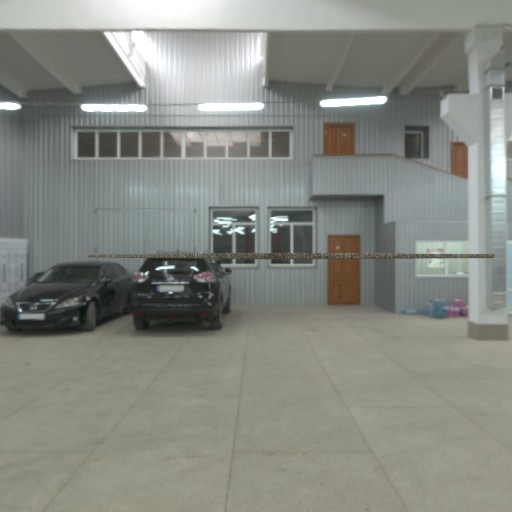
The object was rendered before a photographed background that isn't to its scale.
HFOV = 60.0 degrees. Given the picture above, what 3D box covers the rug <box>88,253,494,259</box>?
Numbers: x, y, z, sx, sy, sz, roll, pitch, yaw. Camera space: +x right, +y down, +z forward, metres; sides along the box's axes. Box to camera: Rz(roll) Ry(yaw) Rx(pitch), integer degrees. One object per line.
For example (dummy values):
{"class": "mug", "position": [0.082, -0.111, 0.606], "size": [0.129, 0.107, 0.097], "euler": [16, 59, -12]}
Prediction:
{"class": "rug", "position": [0.000, 0.000, 3.387], "size": [1.802, 0.026, 2.699], "euler": [0, 0, -35]}
